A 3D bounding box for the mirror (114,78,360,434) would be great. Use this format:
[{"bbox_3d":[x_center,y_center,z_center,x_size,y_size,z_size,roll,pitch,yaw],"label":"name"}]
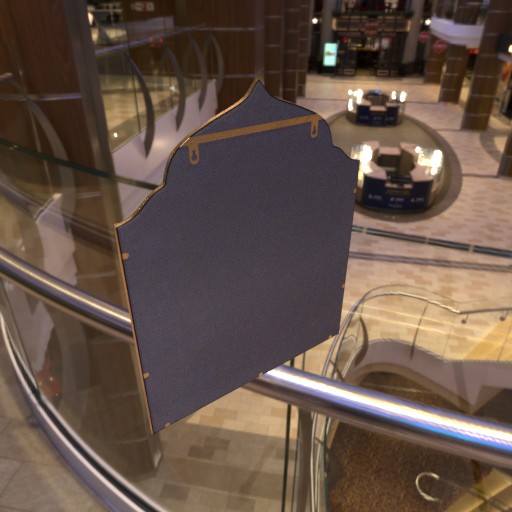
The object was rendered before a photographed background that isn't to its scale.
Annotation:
[{"bbox_3d":[0.000,0.000,0.844,0.513,0.635,0.018,-20,36,-30],"label":"mirror"}]
